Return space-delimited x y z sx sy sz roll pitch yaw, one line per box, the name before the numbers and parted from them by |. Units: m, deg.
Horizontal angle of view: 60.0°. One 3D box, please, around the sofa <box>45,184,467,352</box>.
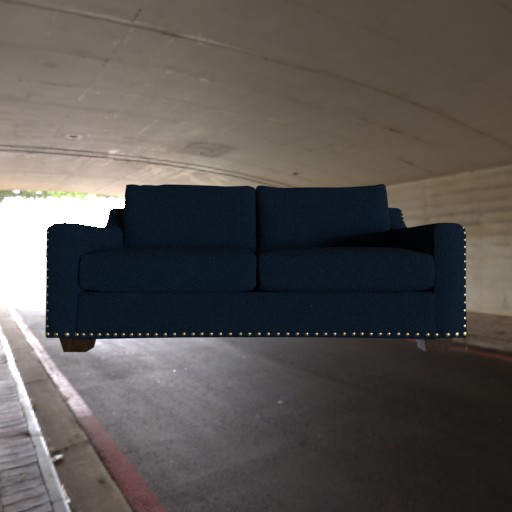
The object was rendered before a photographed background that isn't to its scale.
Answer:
sofa | 0.000 0.000 2.715 2.107 0.983 1.104 0 0 0
